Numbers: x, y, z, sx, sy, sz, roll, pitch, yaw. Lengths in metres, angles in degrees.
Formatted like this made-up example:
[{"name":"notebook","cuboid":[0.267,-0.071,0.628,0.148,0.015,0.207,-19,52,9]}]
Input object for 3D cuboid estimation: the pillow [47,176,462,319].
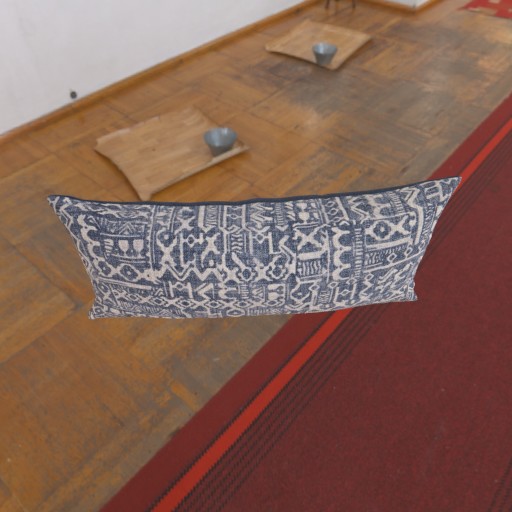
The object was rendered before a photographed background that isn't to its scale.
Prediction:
[{"name":"pillow","cuboid":[0.000,0.000,0.748,0.631,0.292,0.148,-3,46,-3]}]
